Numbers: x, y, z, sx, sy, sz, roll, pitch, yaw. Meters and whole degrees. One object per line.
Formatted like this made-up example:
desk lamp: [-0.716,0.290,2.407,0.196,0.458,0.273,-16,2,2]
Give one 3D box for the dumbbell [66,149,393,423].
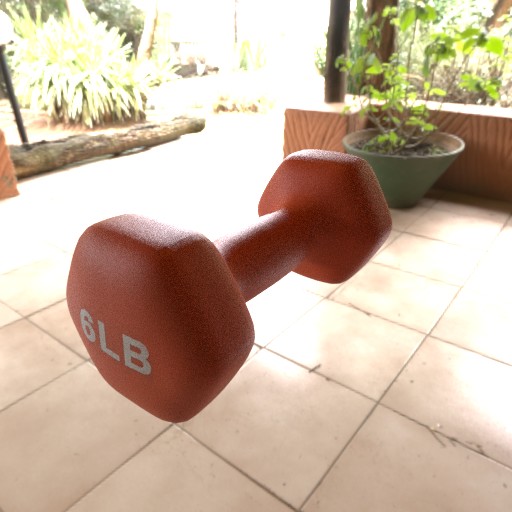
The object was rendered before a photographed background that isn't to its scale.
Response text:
dumbbell: [0.000,0.000,0.205,0.079,0.071,0.162,18,32,33]
